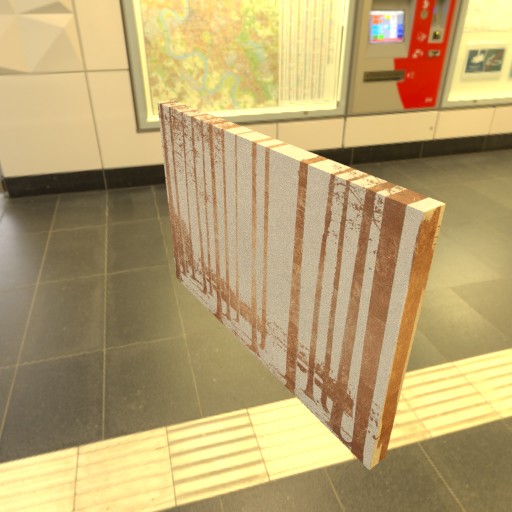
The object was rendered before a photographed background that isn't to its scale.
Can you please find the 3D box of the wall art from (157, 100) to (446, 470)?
[{"bbox_3d":[0.000,0.000,0.752,0.035,0.405,0.609,-20,36,-30],"label":"wall art"}]
